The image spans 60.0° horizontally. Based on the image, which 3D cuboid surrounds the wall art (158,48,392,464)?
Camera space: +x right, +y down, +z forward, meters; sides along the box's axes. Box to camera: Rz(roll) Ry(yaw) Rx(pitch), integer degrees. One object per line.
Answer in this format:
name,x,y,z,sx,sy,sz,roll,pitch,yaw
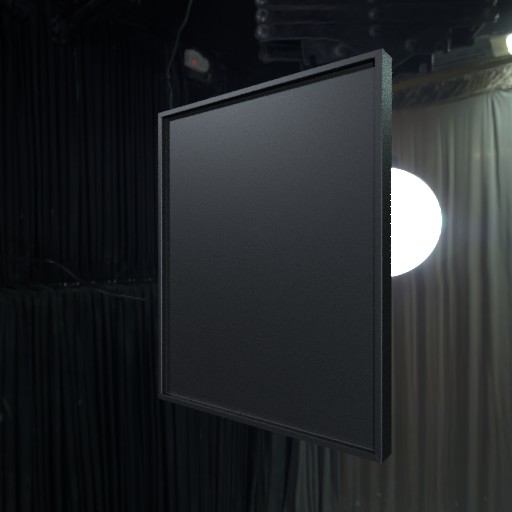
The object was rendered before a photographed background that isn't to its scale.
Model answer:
wall art,0.000,0.000,0.742,0.449,0.555,0.039,0,0,37
